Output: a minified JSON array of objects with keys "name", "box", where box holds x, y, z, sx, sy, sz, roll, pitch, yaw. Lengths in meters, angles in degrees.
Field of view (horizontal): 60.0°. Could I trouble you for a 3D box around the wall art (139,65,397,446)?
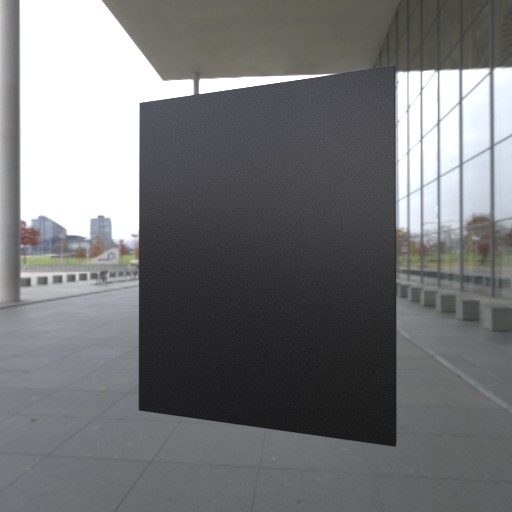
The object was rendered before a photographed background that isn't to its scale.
[{"name":"wall art","box":[0.000,0.000,1.575,0.950,1.194,0.053,0,0,20]}]
